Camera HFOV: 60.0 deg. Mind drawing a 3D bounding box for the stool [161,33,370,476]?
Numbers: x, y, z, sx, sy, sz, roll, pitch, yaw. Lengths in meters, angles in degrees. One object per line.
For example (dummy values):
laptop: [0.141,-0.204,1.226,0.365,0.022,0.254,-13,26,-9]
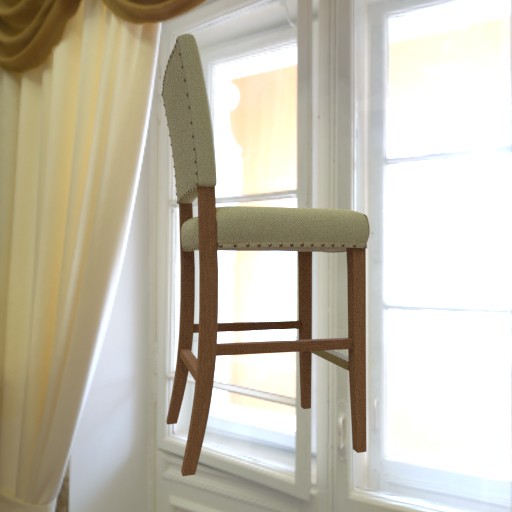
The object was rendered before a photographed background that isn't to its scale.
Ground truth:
stool: [0.000,0.000,1.441,0.584,1.168,0.445,0,0,-17]
